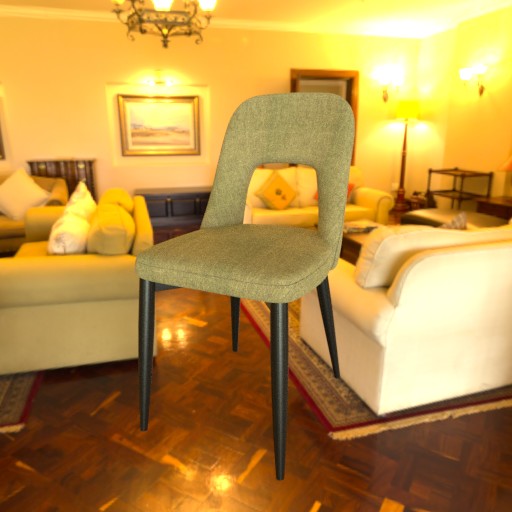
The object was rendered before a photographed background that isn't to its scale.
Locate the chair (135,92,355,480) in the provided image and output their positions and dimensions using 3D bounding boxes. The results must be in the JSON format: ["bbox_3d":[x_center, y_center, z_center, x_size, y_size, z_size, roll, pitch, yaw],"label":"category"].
[{"bbox_3d":[0.000,0.000,1.290,0.470,0.931,0.612,8,18,25],"label":"chair"}]
